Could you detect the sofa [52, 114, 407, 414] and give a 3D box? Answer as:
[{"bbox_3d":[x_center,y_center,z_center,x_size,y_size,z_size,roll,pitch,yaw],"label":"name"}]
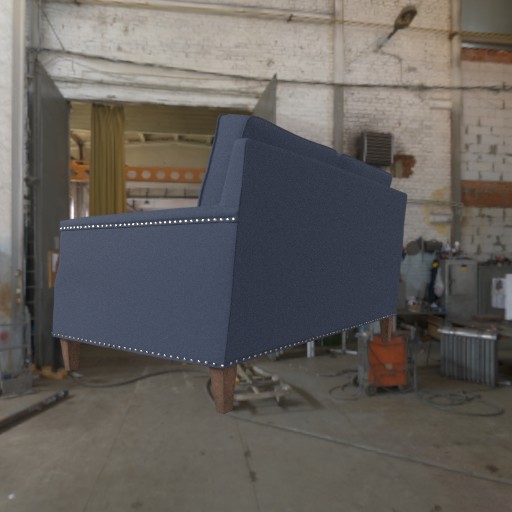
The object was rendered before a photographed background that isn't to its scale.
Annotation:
[{"bbox_3d":[0.000,0.000,2.252,1.084,1.003,1.597,0,0,37],"label":"sofa"}]
